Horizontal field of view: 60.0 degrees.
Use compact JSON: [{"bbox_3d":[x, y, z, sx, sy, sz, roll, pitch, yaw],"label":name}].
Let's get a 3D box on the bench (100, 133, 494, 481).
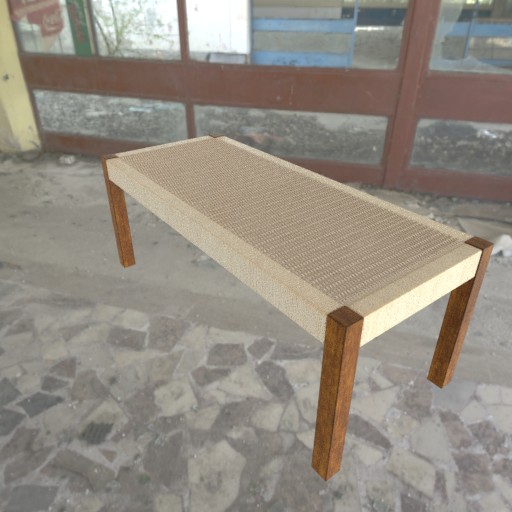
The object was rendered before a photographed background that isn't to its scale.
[{"bbox_3d":[0.000,0.000,1.442,0.507,0.457,1.198,-21,37,-31],"label":"bench"}]
